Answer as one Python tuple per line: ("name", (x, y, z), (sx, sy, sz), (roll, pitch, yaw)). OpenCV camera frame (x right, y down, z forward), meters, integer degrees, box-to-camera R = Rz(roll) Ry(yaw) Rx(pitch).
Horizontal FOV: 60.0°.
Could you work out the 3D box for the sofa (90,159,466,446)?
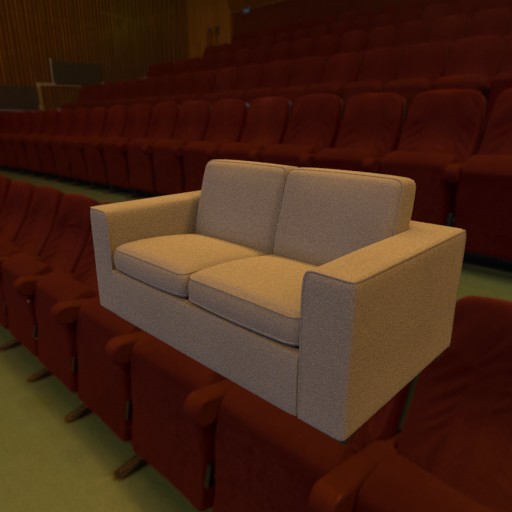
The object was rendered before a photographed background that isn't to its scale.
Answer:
("sofa", (0.000, 0.000, 2.414), (1.812, 0.924, 1.007), (16, 24, 41))
